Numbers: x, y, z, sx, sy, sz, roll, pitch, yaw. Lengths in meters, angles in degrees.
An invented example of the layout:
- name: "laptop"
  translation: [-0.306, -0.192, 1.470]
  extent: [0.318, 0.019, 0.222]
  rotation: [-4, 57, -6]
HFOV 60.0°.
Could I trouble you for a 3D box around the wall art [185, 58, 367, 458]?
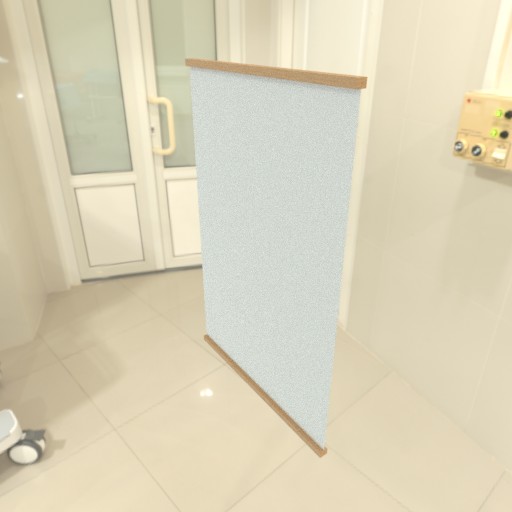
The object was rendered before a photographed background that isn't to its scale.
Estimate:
- name: "wall art"
  translation: [0.000, 0.000, 0.645]
  extent: [0.013, 0.510, 0.335]
  rotation: [-18, 33, -31]
